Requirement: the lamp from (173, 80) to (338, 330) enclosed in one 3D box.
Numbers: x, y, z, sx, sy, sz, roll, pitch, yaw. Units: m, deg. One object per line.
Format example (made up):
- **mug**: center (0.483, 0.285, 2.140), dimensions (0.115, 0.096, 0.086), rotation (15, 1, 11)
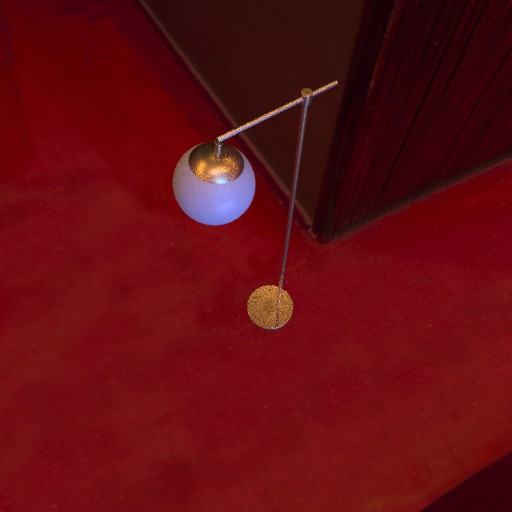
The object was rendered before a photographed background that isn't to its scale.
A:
- **lamp**: center (0.000, 0.000, 1.719), dimensions (0.476, 1.505, 0.249), rotation (-30, 68, -13)
